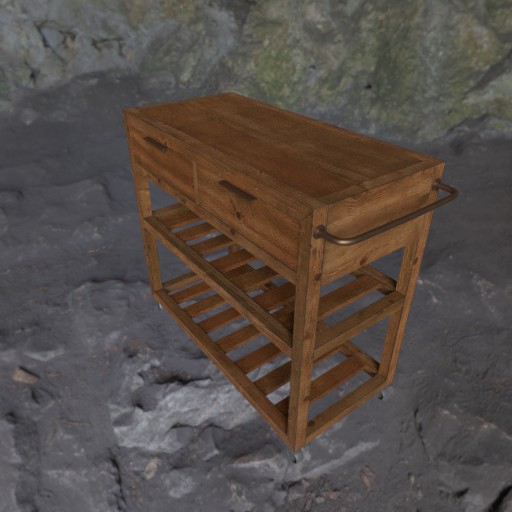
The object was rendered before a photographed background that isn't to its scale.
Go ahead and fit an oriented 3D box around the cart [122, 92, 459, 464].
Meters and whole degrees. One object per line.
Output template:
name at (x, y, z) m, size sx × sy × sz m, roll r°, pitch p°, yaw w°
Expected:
cart at (0.000, 0.000, 1.474) m, size 0.445 × 0.830 × 1.065 m, roll -22°, pitch 39°, yaw -30°
